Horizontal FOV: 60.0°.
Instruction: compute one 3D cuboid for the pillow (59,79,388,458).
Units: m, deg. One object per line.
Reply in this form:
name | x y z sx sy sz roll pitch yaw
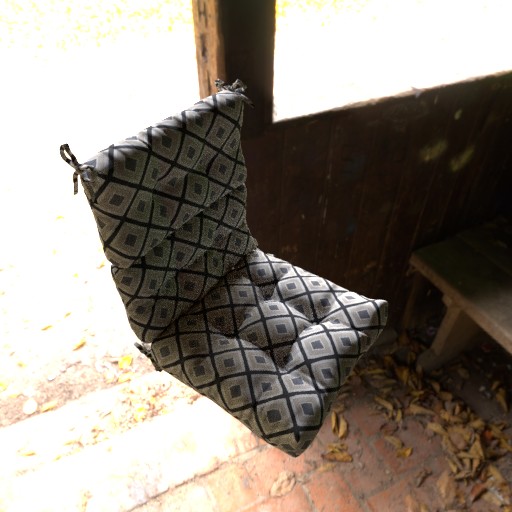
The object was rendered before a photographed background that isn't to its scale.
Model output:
pillow | 0.000 0.000 1.027 0.571 0.605 0.519 25 47 26
